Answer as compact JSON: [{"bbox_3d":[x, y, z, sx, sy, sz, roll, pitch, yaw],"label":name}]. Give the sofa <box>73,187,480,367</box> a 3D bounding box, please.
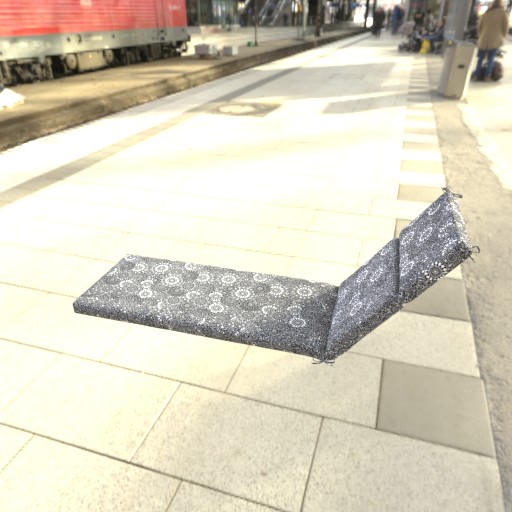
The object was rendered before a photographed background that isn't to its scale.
[{"bbox_3d":[0.000,0.000,1.977,1.663,0.622,0.582,8,30,14],"label":"sofa"}]
